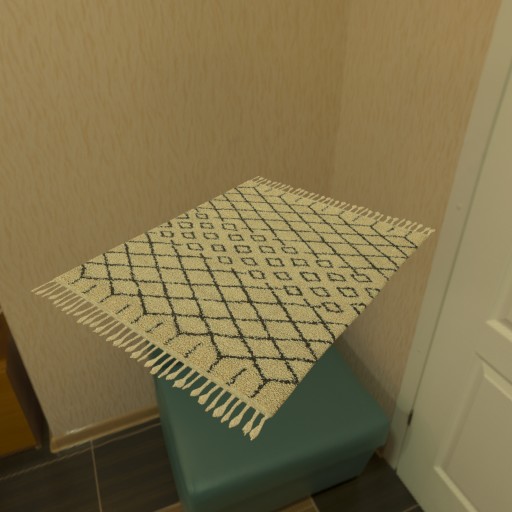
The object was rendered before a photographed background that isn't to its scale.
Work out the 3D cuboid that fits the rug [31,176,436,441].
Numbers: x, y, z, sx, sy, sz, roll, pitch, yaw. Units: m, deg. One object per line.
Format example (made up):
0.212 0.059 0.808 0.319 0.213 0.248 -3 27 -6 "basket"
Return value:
0.000 0.000 4.245 2.388 0.030 3.213 22 39 31 "rug"
